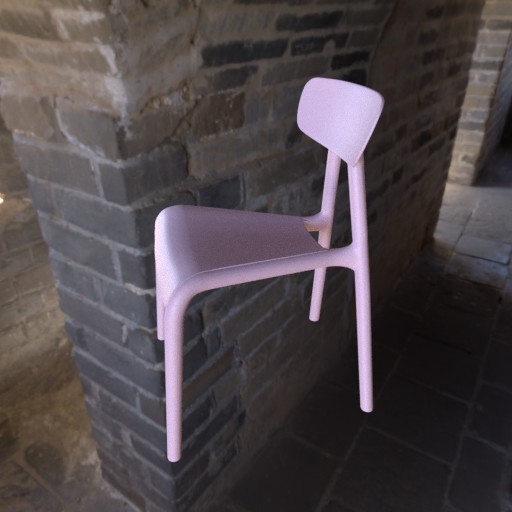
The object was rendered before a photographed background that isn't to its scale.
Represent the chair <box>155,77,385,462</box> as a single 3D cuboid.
[{"bbox_3d":[0.000,0.000,0.819,0.401,0.580,0.356,-7,30,-12],"label":"chair"}]
